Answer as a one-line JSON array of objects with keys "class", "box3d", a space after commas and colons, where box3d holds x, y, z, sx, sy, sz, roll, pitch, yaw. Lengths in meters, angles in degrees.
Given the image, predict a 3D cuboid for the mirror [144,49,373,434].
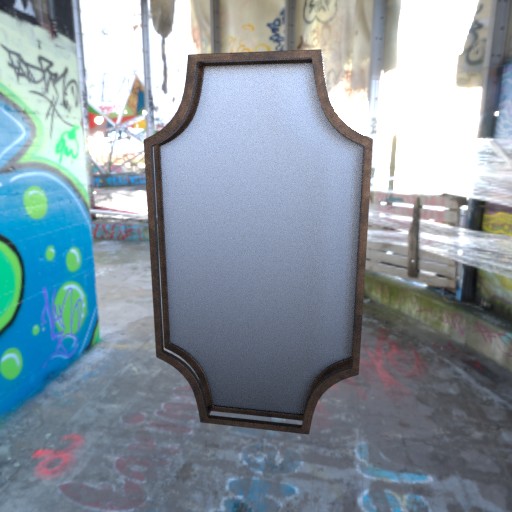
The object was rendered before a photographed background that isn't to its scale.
[{"class": "mirror", "box3d": [0.000, 0.000, 0.967, 0.462, 0.811, 0.066, 2, 14, 10]}]
